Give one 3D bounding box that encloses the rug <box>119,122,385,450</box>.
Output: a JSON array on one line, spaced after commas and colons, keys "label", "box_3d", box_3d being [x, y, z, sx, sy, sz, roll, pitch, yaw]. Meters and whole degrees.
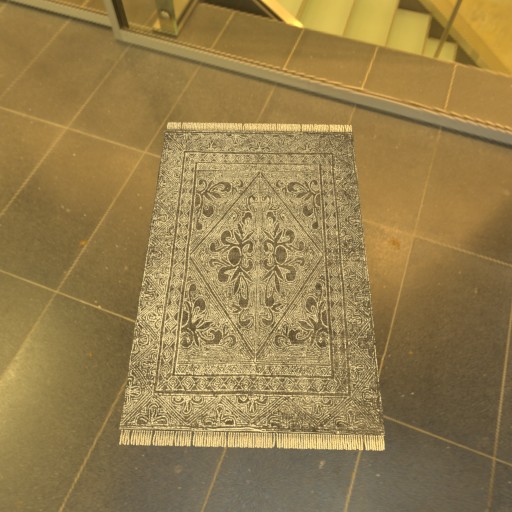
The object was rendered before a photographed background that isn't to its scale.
[{"label": "rug", "box_3d": [0.000, 0.000, 3.064, 1.529, 0.010, 2.440, 1, 63, 1]}]
